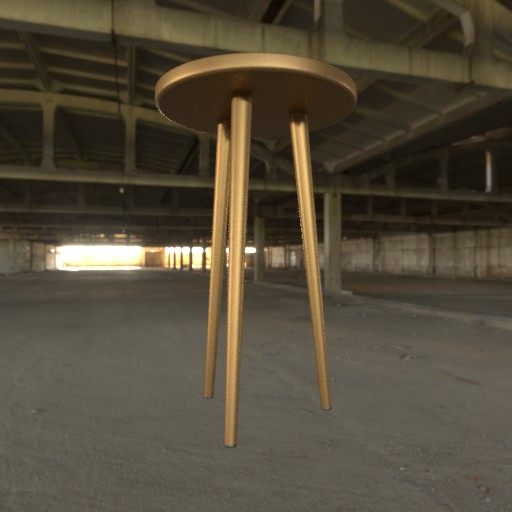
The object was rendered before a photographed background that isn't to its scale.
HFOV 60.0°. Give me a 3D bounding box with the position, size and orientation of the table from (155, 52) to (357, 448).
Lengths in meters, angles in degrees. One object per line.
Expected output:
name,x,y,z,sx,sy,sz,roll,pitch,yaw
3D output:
table,0.000,0.000,0.672,0.299,0.480,0.299,0,0,-17
